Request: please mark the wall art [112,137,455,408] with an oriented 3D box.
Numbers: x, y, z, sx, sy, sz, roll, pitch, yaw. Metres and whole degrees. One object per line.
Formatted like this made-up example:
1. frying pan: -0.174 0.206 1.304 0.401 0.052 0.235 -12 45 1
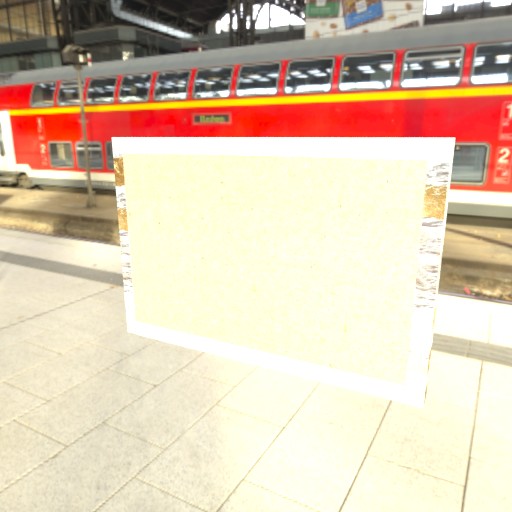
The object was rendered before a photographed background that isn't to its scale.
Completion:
1. wall art: 0.000 0.000 0.788 0.606 0.407 0.041 8 17 26
